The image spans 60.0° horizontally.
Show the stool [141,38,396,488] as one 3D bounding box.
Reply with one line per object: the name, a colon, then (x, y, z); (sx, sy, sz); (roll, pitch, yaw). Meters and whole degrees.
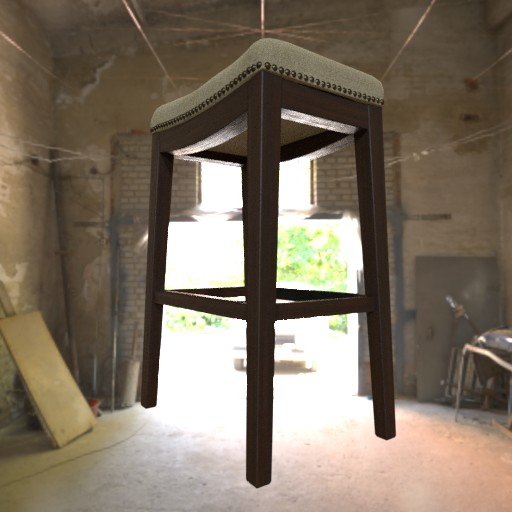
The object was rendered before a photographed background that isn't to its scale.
stool: (0.000, 0.000, 1.036); (0.363, 0.768, 0.509); (0, -1, -36)
